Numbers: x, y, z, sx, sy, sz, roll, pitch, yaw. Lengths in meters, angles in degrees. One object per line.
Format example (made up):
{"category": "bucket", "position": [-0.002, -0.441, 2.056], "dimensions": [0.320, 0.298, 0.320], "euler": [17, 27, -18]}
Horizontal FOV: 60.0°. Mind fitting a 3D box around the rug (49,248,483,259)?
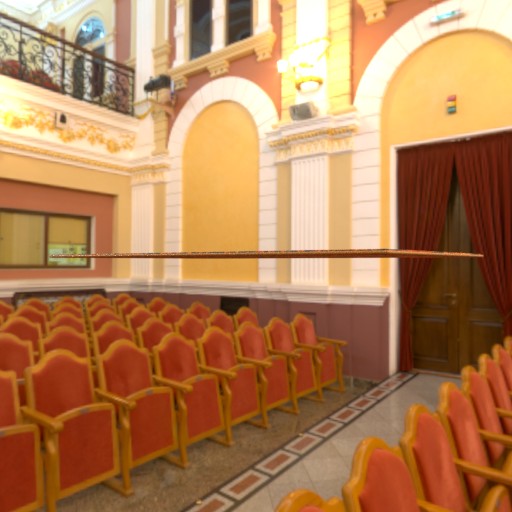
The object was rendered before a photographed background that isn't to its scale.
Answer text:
{"category": "rug", "position": [0.000, 0.000, 1.044], "dimensions": [0.863, 0.008, 0.557], "euler": [-1, -1, 38]}
